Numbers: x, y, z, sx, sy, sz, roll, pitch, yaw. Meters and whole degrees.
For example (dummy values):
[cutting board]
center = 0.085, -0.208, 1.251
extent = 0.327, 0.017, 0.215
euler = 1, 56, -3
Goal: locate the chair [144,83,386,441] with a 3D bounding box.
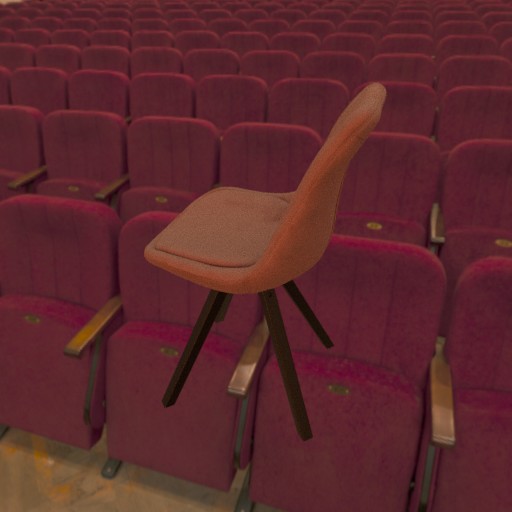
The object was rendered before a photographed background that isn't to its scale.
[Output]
[chair]
center = 0.000, 0.000, 1.190
extent = 0.547, 0.865, 0.483
euler = 9, 33, 15
